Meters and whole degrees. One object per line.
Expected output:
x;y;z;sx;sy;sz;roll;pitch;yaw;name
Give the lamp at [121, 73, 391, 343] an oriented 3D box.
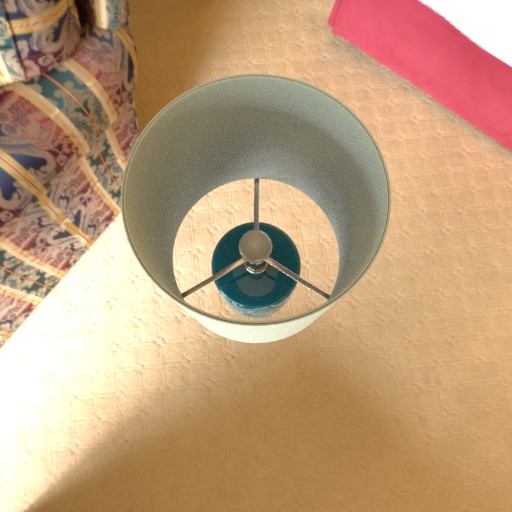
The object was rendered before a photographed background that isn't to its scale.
0.000;0.000;0.499;0.193;0.377;0.193;1;76;0;lamp
